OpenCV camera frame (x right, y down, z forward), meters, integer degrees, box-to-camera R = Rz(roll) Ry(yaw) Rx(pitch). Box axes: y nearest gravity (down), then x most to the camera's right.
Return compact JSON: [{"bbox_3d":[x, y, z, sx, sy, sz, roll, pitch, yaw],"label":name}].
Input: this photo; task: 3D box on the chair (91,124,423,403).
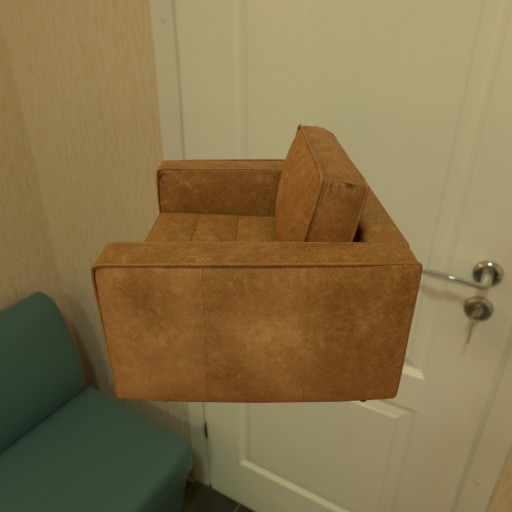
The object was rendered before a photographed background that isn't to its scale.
[{"bbox_3d":[0.000,0.000,1.513,0.798,0.767,0.928,0,28,0],"label":"chair"}]
